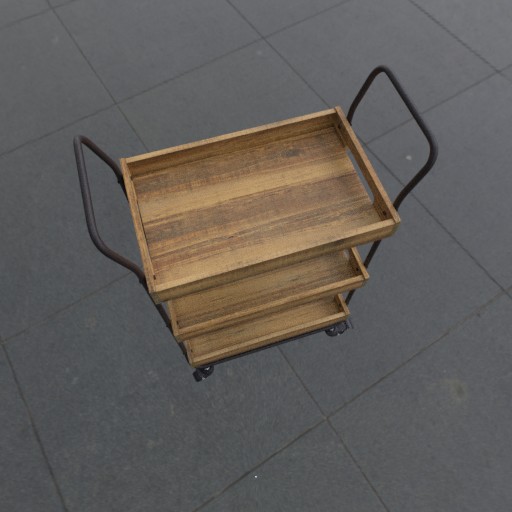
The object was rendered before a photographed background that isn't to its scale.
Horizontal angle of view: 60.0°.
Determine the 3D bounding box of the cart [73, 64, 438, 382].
[{"bbox_3d":[0.000,0.000,1.119,0.583,0.857,0.339,-16,65,-8],"label":"cart"}]
